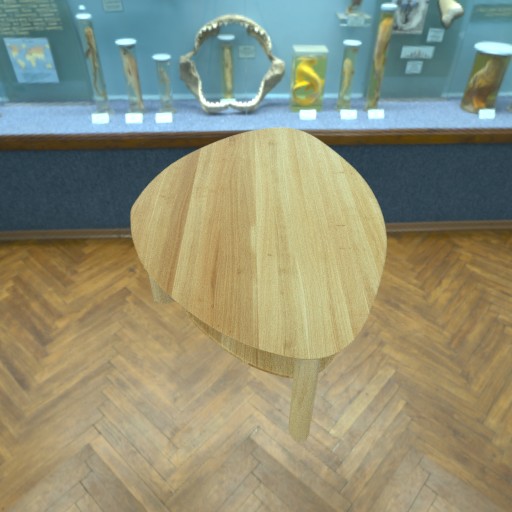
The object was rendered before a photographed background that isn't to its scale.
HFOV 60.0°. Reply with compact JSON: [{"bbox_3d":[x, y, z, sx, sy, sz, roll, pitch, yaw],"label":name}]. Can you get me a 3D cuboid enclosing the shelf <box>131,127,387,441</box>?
[{"bbox_3d":[0.000,0.000,1.654,0.845,0.440,1.246,-1,41,-1],"label":"shelf"}]
